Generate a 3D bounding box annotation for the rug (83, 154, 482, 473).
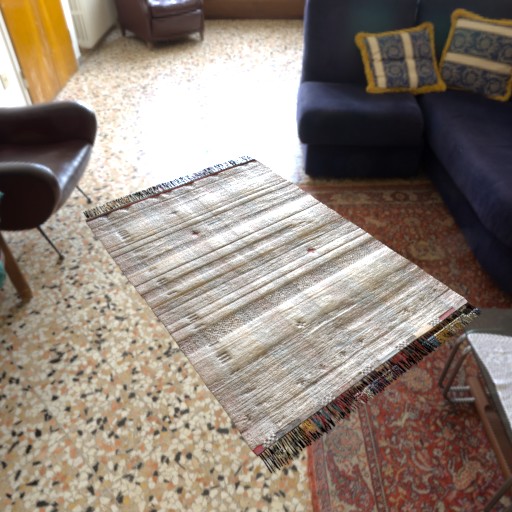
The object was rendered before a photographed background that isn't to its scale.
[{"bbox_3d":[0.000,0.000,2.278,1.217,0.012,1.848,-26,47,-26],"label":"rug"}]
